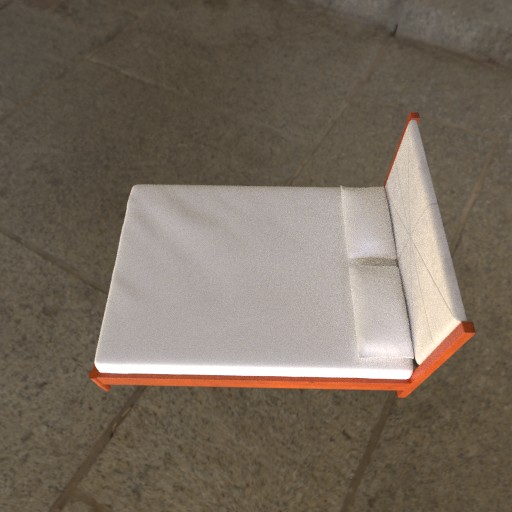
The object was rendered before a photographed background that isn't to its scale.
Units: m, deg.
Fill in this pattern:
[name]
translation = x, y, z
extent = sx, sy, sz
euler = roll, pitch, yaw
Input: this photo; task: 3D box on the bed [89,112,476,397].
[bed]
translation = 0.000, 0.000, 3.014
extent = 2.117, 1.165, 1.566
euler = 1, 58, 1
